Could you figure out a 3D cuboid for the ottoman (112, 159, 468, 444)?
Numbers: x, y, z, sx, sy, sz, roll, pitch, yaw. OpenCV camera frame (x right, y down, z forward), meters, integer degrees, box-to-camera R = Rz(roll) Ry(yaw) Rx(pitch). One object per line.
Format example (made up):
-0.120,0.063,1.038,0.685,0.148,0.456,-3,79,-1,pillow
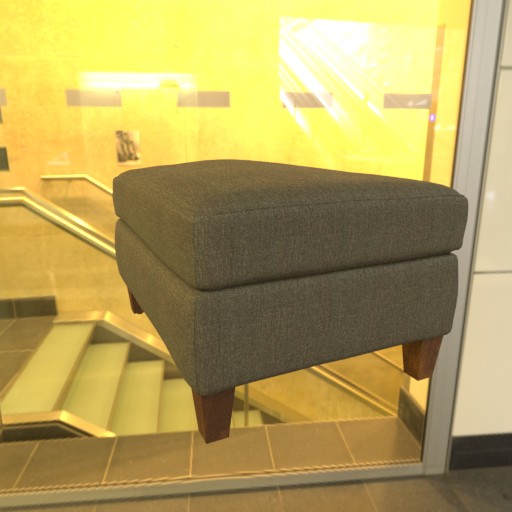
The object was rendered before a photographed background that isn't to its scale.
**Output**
0.000,0.000,1.193,0.639,0.496,0.826,-7,16,-25,ottoman
